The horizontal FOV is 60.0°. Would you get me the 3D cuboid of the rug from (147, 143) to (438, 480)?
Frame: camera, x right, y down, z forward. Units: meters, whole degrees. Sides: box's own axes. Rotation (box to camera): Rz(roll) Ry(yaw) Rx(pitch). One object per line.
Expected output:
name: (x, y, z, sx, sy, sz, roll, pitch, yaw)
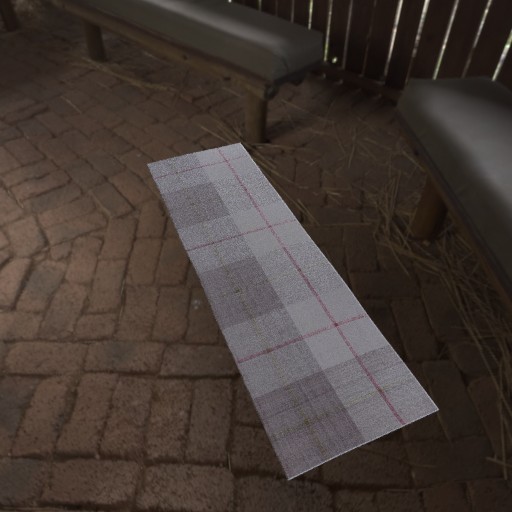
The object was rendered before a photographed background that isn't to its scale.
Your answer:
rug: (0.000, 0.000, 2.689, 0.762, 0.013, 2.439, -17, 48, -16)
